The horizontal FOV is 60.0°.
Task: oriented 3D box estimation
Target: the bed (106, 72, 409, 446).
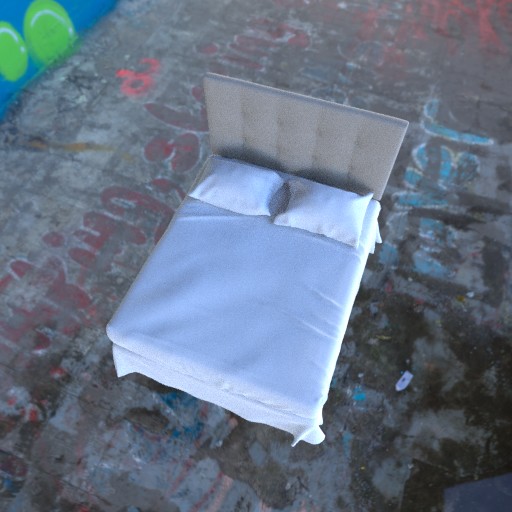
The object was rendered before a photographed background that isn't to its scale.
[{"bbox_3d":[0.000,0.000,3.531,1.936,1.577,2.222,18,60,11],"label":"bed"}]
